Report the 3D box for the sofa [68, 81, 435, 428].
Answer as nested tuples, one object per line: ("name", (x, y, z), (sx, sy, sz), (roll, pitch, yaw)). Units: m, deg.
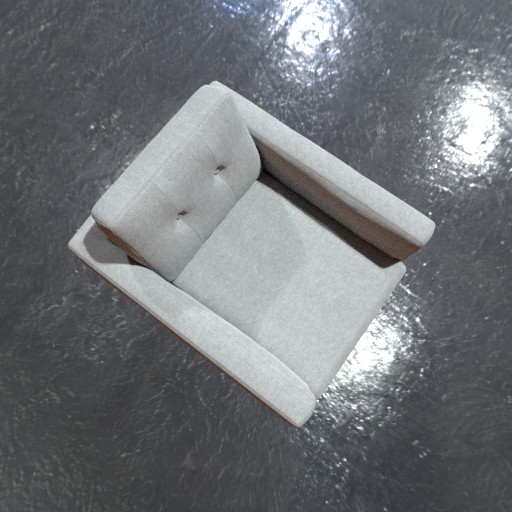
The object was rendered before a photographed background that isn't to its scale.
("sofa", (0.000, 0.000, 1.573), (0.920, 0.860, 0.770), (36, 78, 9))
